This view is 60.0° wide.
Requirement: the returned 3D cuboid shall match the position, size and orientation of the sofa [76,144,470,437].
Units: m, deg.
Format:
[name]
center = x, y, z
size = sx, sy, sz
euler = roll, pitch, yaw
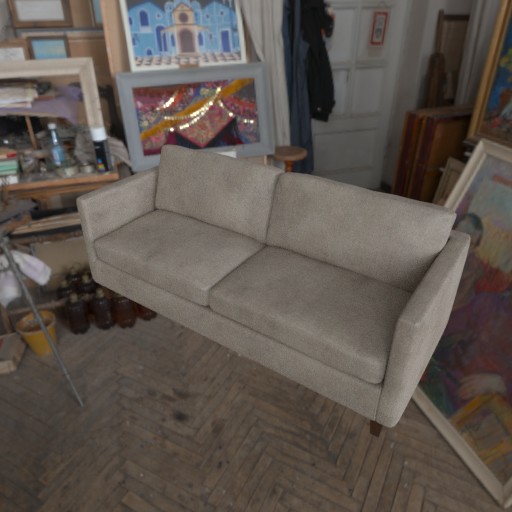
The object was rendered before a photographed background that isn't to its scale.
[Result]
[sofa]
center = 0.000, 0.000, 2.732
size = 2.208, 0.965, 0.951
euler = 20, 36, 29
